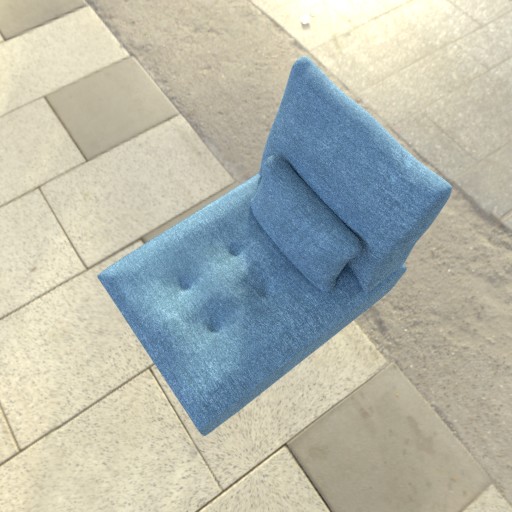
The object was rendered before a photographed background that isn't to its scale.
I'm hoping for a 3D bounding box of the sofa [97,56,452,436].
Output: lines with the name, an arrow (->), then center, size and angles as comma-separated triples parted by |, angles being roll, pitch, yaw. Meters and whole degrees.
sofa -> 0.000, 0.000, 1.584 | 1.000, 0.820, 0.700 | -34, 69, -15
